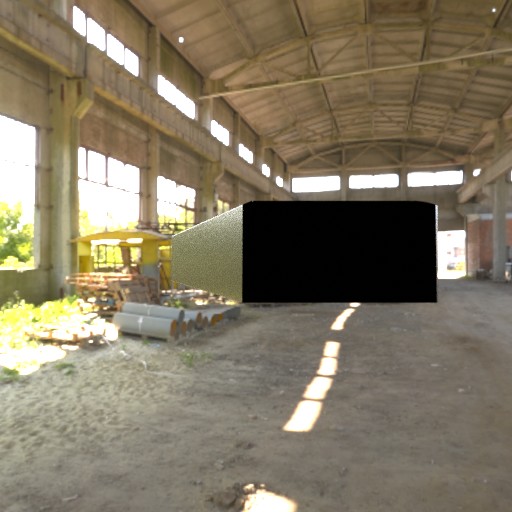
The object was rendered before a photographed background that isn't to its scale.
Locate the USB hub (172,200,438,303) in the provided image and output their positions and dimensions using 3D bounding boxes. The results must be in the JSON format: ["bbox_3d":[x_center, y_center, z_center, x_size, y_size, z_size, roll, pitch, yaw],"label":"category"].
[{"bbox_3d":[0.000,0.000,0.162,0.044,0.023,0.145,0,-1,-18],"label":"USB hub"}]
